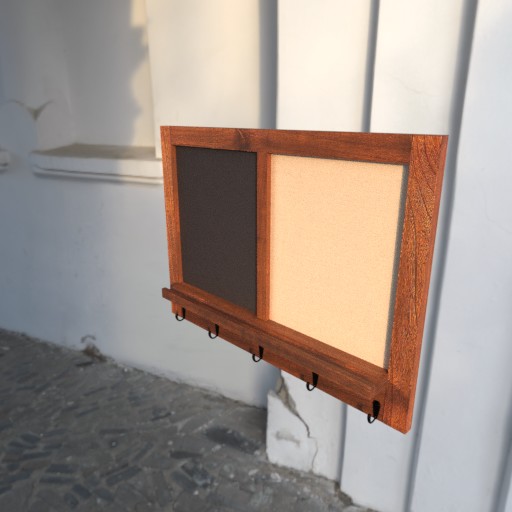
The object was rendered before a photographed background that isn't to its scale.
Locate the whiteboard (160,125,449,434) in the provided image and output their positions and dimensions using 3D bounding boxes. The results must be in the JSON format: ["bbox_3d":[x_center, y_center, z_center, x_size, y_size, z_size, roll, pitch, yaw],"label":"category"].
[{"bbox_3d":[0.000,0.000,1.007,0.083,0.553,0.768,-17,24,-42],"label":"whiteboard"}]
